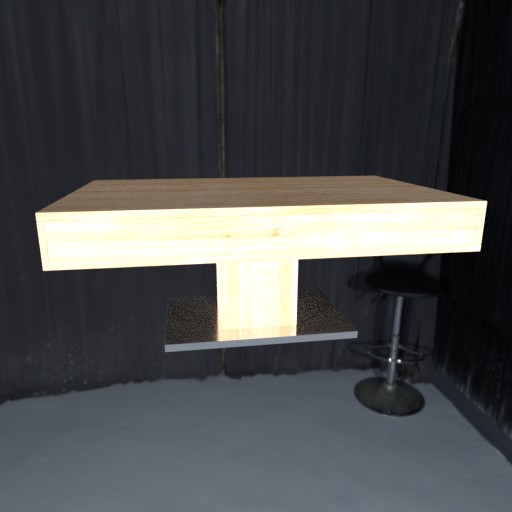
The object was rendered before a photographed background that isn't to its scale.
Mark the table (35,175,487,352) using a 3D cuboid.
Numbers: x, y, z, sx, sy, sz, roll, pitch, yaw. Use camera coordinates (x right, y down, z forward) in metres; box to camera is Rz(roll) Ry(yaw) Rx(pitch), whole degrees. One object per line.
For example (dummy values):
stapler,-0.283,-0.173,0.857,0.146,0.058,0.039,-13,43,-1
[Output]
table,0.000,0.000,1.455,1.100,0.440,0.700,-2,16,-9
